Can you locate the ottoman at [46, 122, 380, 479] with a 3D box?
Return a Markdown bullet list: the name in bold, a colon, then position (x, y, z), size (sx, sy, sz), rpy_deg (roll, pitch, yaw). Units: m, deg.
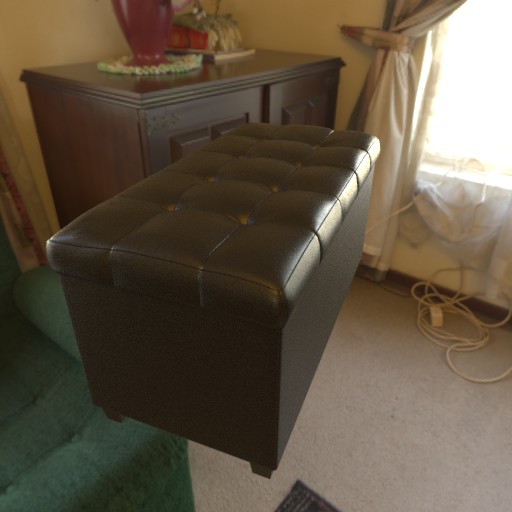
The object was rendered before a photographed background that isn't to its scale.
- **ottoman**: position (0.000, 0.000, 1.083), size (0.432, 0.470, 0.838), rpy_deg (12, 32, 19)
